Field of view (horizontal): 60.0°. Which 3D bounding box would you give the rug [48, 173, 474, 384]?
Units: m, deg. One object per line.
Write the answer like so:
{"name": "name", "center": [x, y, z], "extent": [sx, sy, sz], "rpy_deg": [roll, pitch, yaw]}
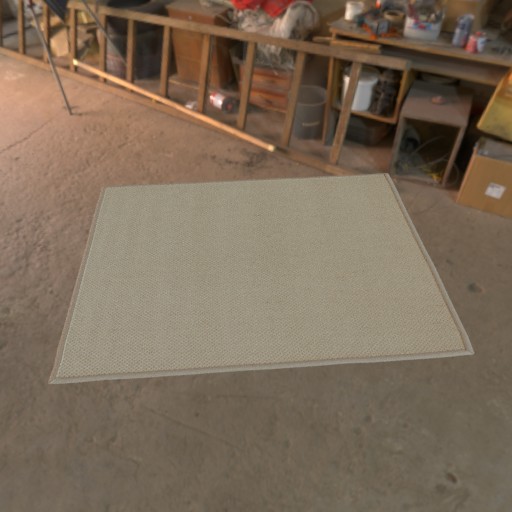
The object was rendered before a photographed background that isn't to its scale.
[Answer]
{"name": "rug", "center": [0.000, 0.000, 2.665], "extent": [2.081, 0.020, 1.525], "rpy_deg": [-3, 46, -3]}
